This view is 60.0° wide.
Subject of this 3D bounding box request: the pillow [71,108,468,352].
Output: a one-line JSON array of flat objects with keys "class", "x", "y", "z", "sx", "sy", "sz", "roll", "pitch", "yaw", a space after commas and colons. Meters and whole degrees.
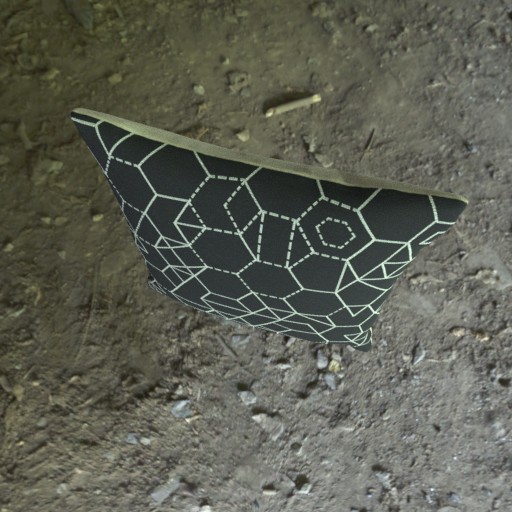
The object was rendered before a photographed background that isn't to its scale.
[{"class": "pillow", "x": 0.000, "y": 0.000, "z": 0.768, "sx": 0.517, "sy": 0.508, "sz": 0.158, "roll": 15, "pitch": 60, "yaw": 9}]
